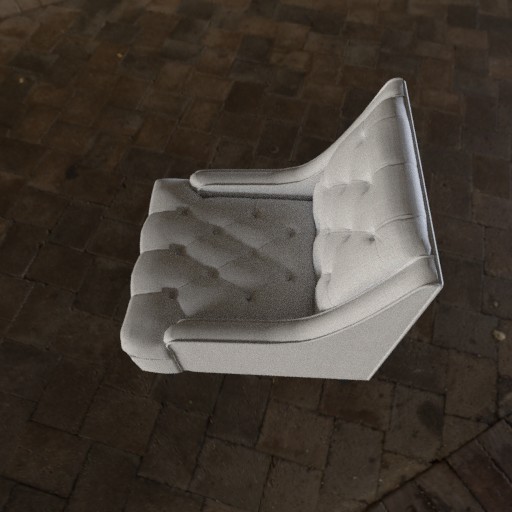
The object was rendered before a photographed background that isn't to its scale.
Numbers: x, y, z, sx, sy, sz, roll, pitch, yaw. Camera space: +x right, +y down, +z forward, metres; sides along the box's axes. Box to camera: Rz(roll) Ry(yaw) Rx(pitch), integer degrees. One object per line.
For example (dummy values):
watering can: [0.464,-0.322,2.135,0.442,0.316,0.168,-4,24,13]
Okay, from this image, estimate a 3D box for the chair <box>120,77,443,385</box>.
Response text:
chair: [0.000,0.000,1.403,0.772,0.891,0.658,2,59,1]
